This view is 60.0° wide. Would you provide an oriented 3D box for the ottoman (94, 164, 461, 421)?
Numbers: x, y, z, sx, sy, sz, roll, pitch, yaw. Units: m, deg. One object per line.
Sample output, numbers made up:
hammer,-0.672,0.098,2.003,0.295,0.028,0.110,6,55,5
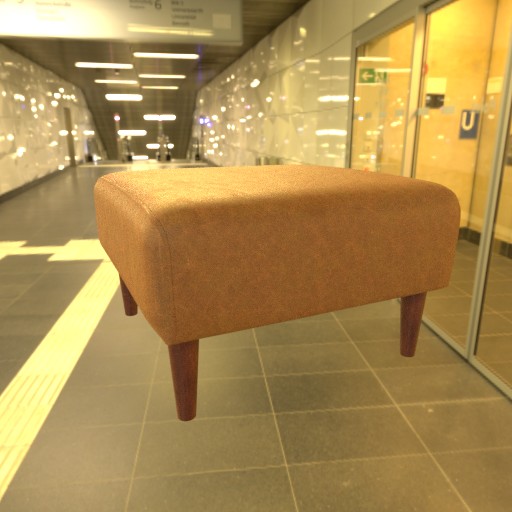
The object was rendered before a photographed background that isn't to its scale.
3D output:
ottoman,0.000,0.000,1.062,0.650,0.399,0.650,-8,18,-25
